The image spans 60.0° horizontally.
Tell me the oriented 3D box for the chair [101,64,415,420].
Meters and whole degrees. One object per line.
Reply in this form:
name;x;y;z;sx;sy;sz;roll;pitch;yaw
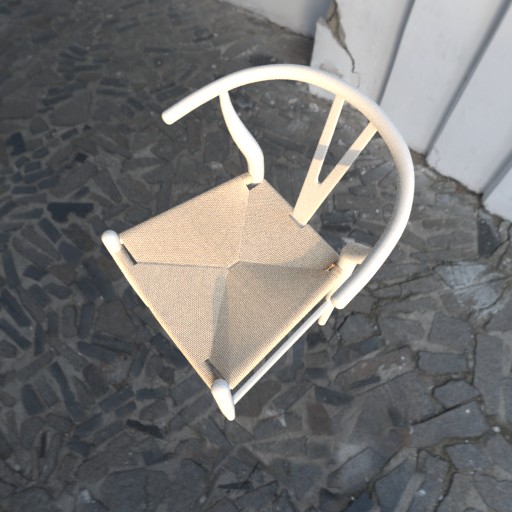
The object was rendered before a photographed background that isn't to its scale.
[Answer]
chair;0.000;0.000;1.128;0.579;0.730;0.569;-35;68;-16
